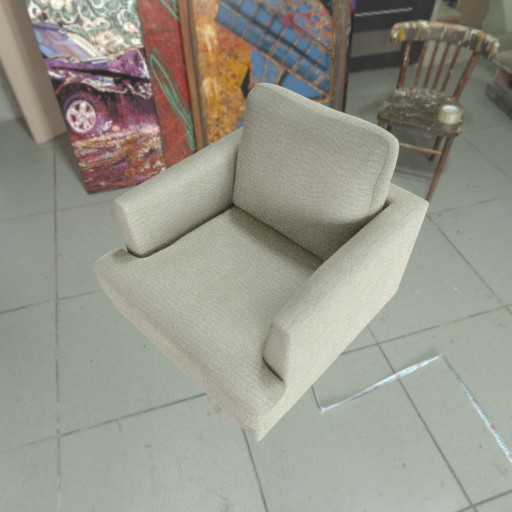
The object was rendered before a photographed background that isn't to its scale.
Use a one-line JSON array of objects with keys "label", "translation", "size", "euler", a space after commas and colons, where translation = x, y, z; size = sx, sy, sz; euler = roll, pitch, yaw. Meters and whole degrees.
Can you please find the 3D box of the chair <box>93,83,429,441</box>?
[{"label": "chair", "translation": [0.000, 0.000, 1.646], "size": [0.858, 0.957, 0.899], "euler": [34, 56, 28]}]
